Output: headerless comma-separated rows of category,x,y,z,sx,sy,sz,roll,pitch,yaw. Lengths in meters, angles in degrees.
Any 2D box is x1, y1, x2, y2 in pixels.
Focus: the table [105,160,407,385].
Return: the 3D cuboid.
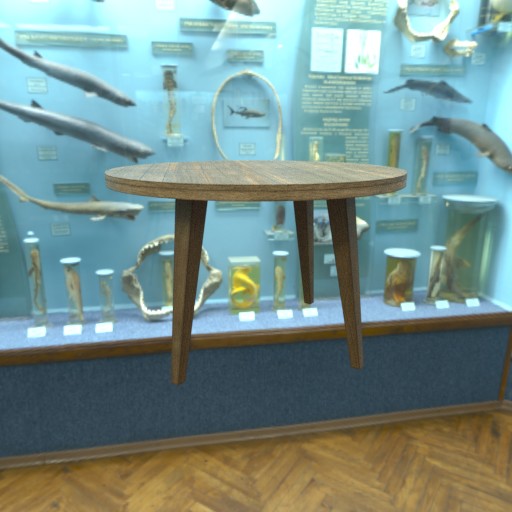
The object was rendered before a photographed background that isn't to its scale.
table,0.000,0.000,1.971,1.213,0.764,1.213,0,15,0
